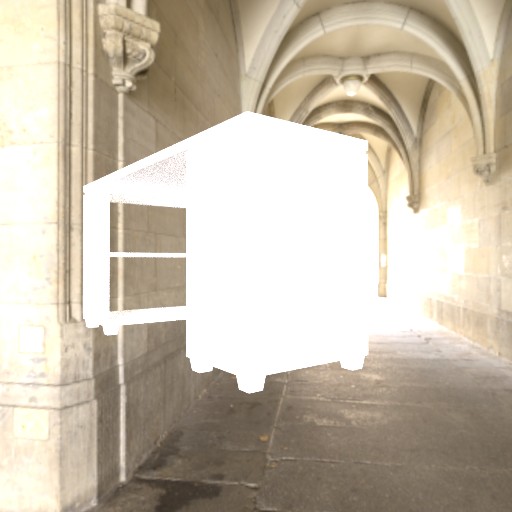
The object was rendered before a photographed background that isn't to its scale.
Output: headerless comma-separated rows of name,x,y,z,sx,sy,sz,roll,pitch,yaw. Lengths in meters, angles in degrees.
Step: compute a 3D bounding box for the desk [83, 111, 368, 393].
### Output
desk,0.000,0.000,2.155,1.199,0.759,1.524,0,-1,-37
